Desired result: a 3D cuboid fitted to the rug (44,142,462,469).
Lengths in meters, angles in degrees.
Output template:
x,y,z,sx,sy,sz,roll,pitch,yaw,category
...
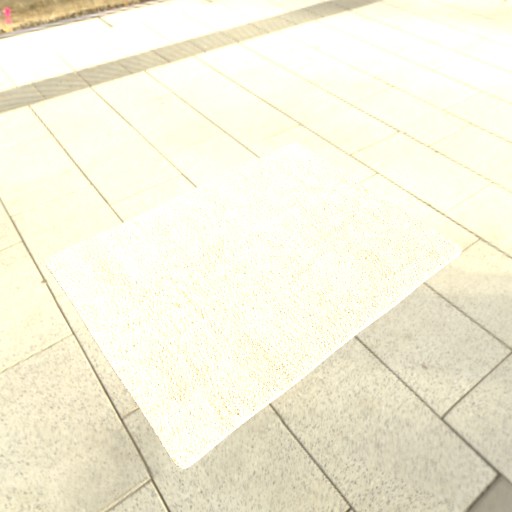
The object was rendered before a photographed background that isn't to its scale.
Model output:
x,y,z,sx,sy,sz,roll,pitch,yaw,category
0.000,0.000,2.102,1.600,0.027,1.200,-30,54,-25,rug
